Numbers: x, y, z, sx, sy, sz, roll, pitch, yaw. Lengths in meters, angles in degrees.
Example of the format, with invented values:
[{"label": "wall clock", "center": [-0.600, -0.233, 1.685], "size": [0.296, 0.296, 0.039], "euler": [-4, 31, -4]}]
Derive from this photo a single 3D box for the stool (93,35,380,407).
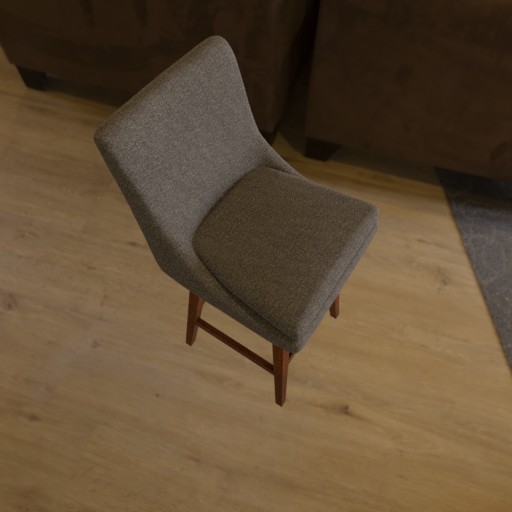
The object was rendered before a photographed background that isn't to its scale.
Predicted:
[{"label": "stool", "center": [0.000, 0.000, 1.381], "size": [0.572, 1.068, 0.489], "euler": [29, 62, 17]}]
